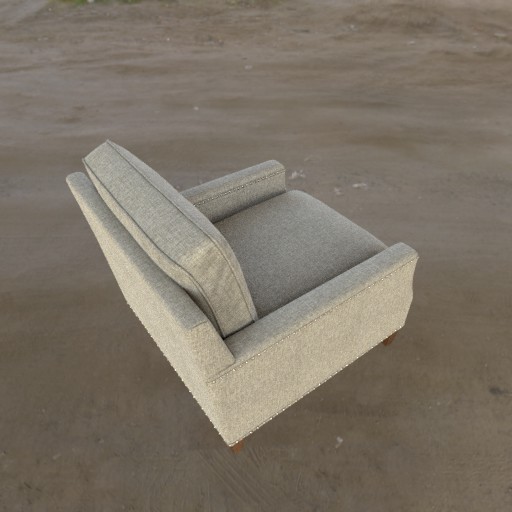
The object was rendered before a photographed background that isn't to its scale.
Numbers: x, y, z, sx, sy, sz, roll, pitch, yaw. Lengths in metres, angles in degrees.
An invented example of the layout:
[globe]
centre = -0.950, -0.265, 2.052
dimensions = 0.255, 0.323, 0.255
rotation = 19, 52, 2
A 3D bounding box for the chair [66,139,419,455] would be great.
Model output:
[chair]
centre = 0.000, 0.000, 1.706
dimensions = 1.014, 0.943, 0.853
rotation = -26, 47, -27
